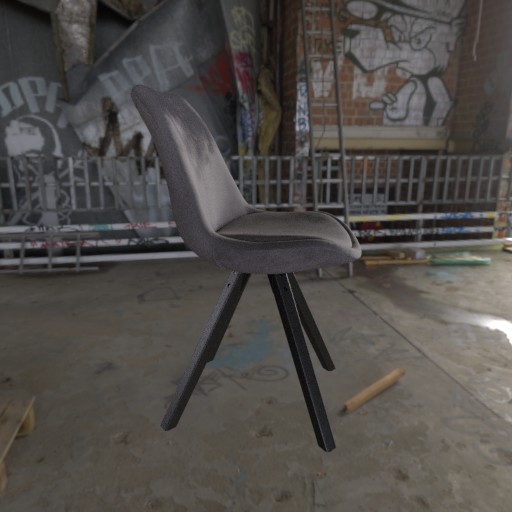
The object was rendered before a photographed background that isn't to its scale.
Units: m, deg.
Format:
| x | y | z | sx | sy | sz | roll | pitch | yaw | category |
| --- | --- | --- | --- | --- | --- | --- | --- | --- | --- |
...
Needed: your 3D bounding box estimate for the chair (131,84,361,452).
| x | y | z | sx | sy | sz | roll | pitch | yaw | category |
| --- | --- | --- | --- | --- | --- | --- | --- | --- | --- |
| 0.000 | 0.000 | 1.194 | 0.550 | 0.850 | 0.476 | 2 | 15 | 9 | chair |
